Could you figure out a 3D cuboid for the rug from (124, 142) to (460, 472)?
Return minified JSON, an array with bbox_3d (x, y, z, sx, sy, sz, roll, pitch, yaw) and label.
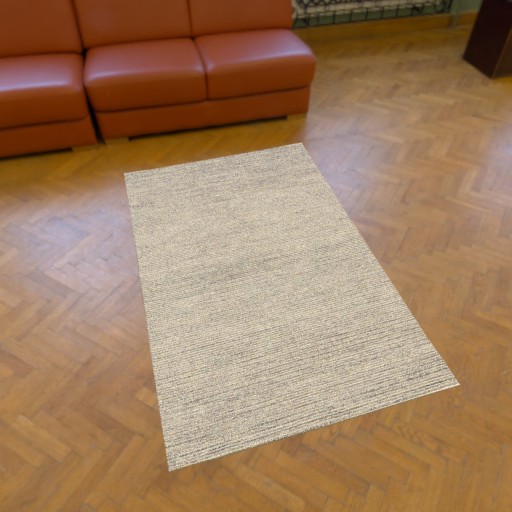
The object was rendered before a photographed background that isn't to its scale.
[{"bbox_3d":[0.000,0.000,2.233,1.162,0.022,1.804,-12,48,-11],"label":"rug"}]
